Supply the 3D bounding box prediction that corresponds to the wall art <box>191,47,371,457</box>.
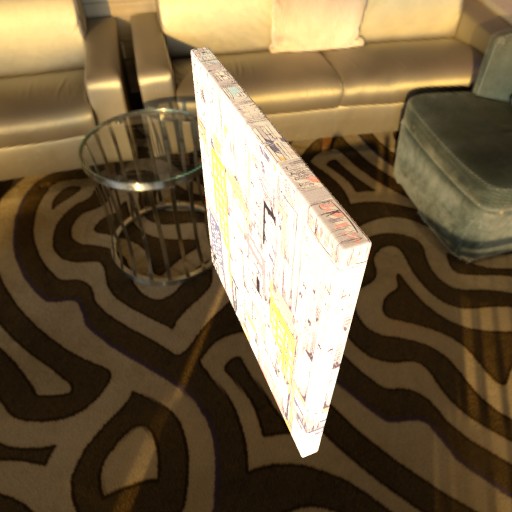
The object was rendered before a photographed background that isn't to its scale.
[{"bbox_3d":[0.000,0.000,0.901,0.038,0.608,0.607,-16,48,-15],"label":"wall art"}]
